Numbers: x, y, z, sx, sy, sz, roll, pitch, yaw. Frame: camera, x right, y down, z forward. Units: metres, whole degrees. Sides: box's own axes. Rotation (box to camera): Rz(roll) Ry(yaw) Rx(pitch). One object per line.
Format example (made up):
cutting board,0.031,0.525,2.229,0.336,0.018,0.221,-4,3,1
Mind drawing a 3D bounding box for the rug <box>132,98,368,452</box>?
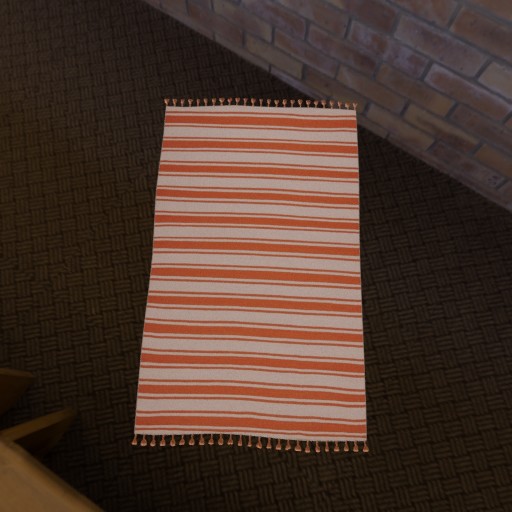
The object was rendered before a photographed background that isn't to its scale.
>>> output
rug,0.000,0.000,2.575,1.232,0.017,2.092,2,75,0
